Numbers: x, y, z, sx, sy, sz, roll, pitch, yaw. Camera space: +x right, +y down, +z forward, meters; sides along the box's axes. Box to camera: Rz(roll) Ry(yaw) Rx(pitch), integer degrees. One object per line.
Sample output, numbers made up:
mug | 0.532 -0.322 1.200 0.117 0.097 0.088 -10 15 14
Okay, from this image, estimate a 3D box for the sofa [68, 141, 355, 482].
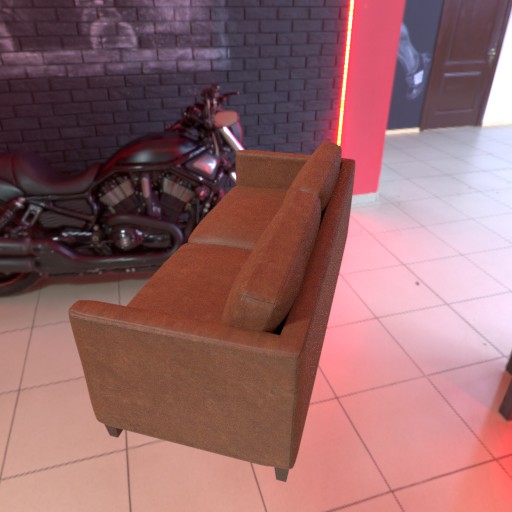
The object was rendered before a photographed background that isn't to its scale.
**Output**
sofa | 0.000 0.000 2.647 0.950 0.932 2.204 8 31 14
